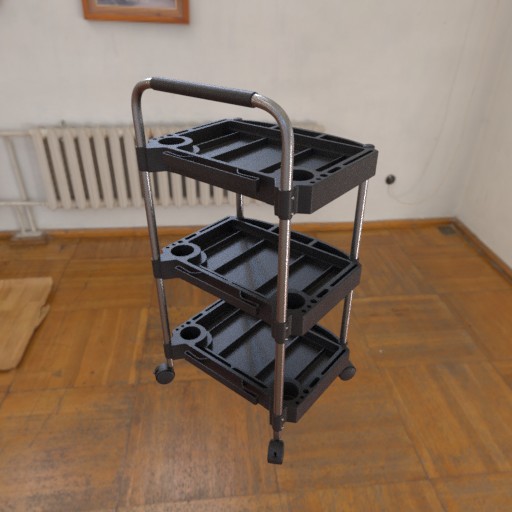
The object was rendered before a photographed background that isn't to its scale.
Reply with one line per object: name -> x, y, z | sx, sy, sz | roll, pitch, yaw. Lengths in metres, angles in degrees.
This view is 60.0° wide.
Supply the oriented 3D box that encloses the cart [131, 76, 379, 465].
cart -> 0.000, 0.000, 1.393 | 0.584, 1.075, 0.518 | 23, 37, 33
